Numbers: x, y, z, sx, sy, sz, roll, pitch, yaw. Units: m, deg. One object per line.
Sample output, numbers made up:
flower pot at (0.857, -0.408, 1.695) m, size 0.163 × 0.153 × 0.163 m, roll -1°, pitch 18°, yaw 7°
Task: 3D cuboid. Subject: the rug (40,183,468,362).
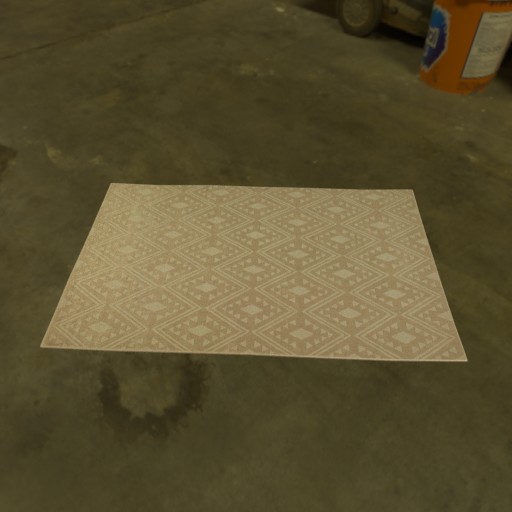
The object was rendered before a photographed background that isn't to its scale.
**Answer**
rug at (0.000, 0.000, 3.048) m, size 2.430 × 0.053 × 1.553 m, roll 2°, pitch 47°, yaw 2°
